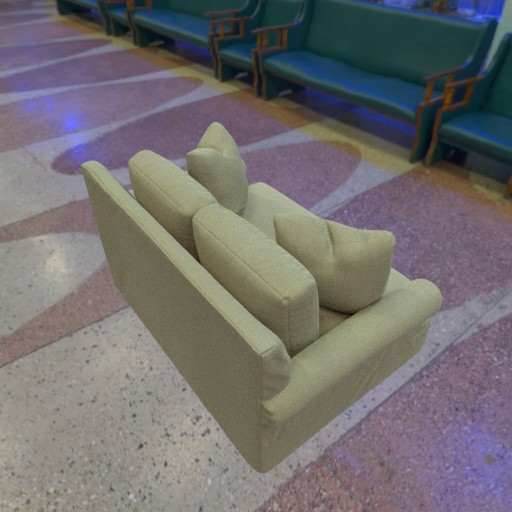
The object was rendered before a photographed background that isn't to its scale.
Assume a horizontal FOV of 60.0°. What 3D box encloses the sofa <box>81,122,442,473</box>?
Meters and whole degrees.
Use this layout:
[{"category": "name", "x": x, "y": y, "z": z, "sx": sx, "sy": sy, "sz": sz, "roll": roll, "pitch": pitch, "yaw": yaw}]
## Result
[{"category": "sofa", "x": 0.000, "y": 0.000, "z": 2.167, "sx": 1.070, "sy": 0.905, "sz": 1.550, "roll": -26, "pitch": 47, "yaw": -28}]
